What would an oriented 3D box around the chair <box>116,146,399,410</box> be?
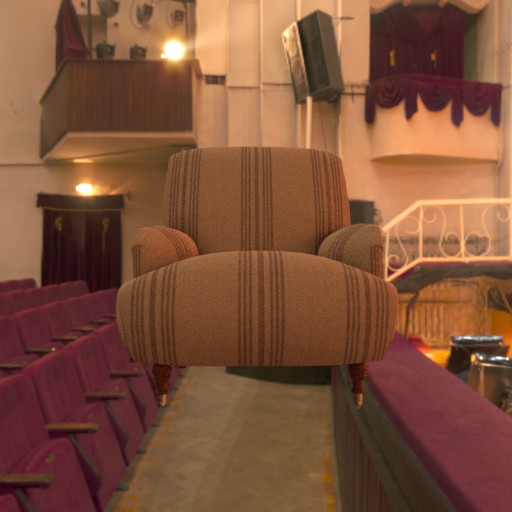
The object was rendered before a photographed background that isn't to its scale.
[{"bbox_3d":[0.000,0.000,1.602,0.813,0.940,0.914,0,0,-1],"label":"chair"}]
